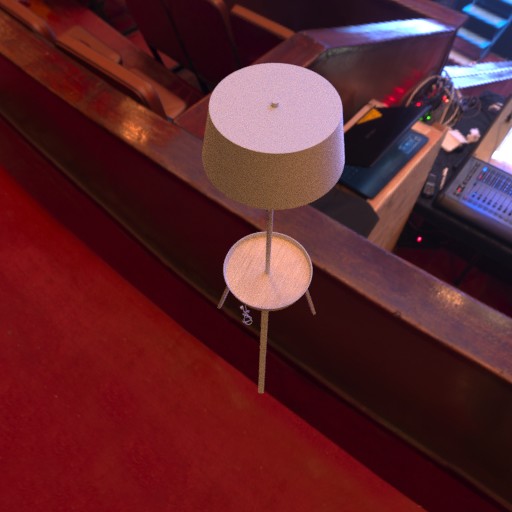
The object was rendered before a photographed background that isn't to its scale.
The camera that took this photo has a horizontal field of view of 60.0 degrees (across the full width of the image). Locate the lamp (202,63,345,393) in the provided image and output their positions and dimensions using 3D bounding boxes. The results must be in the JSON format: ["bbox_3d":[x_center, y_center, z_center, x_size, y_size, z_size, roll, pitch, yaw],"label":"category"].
[{"bbox_3d":[0.000,0.000,1.619,0.468,1.429,0.508,30,63,17],"label":"lamp"}]
